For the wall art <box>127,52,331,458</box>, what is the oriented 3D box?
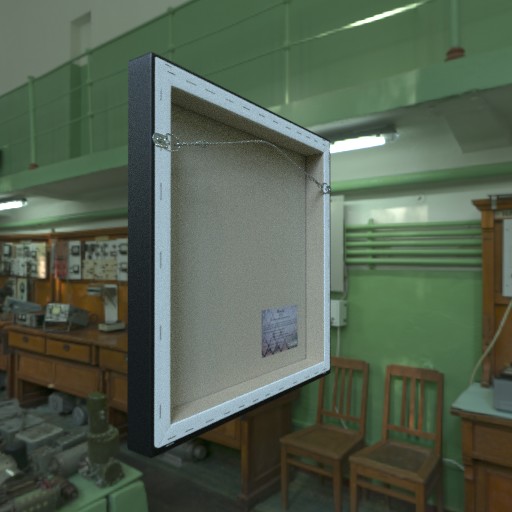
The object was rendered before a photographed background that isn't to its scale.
[{"bbox_3d":[0.000,0.000,0.614,0.041,0.407,0.406,0,-1,35],"label":"wall art"}]
